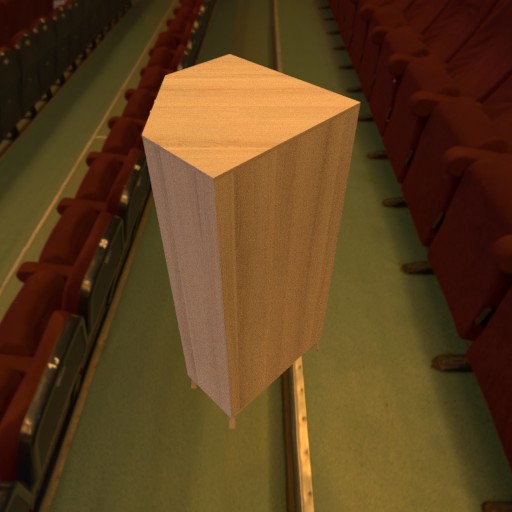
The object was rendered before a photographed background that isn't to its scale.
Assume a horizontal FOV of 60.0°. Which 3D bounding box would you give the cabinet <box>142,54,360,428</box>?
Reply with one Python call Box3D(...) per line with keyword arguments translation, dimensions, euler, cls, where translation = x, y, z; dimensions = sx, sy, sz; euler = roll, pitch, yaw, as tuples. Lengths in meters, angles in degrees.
Box3D(translation=(0.000, 0.000, 2.727), dimensions=(0.969, 1.957, 1.272), euler=(0, 43, 0), cls="cabinet")
